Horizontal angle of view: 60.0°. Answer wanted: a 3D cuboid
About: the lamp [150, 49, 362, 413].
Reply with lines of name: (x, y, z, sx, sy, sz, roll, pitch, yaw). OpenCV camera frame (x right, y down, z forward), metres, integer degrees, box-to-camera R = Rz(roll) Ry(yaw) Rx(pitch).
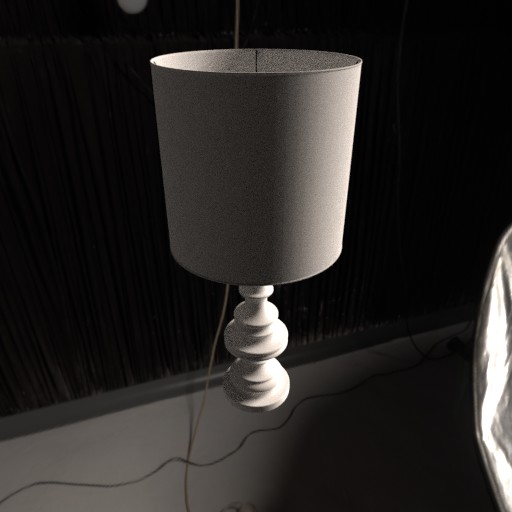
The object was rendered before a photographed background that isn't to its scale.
lamp: (0.000, 0.000, 0.557, 0.208, 0.455, 0.208, -10, 31, -18)
